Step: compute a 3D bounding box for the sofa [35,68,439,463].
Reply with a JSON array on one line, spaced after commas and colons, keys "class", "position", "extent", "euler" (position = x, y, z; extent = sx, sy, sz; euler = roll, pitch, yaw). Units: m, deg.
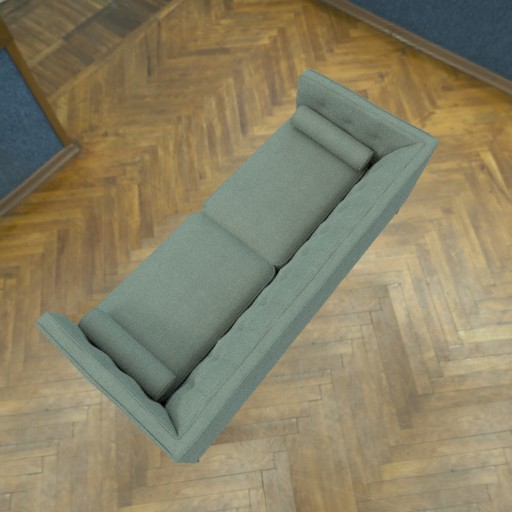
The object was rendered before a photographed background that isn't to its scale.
[{"class": "sofa", "position": [0.000, 0.000, 2.526], "extent": [0.912, 0.798, 2.079], "euler": [37, 70, 16]}]
